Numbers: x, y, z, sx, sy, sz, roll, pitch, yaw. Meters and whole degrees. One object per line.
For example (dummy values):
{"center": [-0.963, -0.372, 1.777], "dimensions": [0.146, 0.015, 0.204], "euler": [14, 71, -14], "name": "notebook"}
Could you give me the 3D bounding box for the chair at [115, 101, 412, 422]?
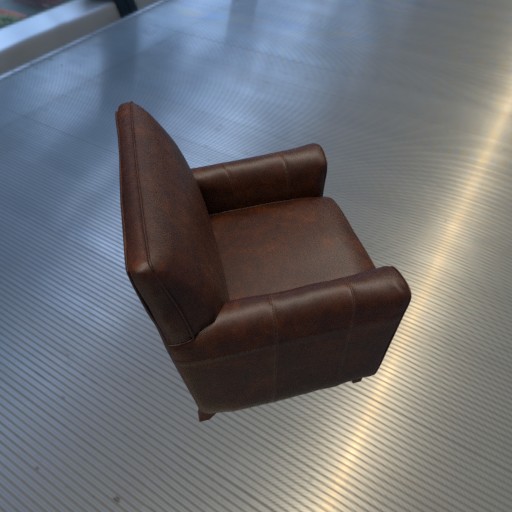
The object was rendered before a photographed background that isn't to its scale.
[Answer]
{"center": [0.000, 0.000, 1.673], "dimensions": [0.823, 0.943, 0.870], "euler": [-10, 47, -10], "name": "chair"}
